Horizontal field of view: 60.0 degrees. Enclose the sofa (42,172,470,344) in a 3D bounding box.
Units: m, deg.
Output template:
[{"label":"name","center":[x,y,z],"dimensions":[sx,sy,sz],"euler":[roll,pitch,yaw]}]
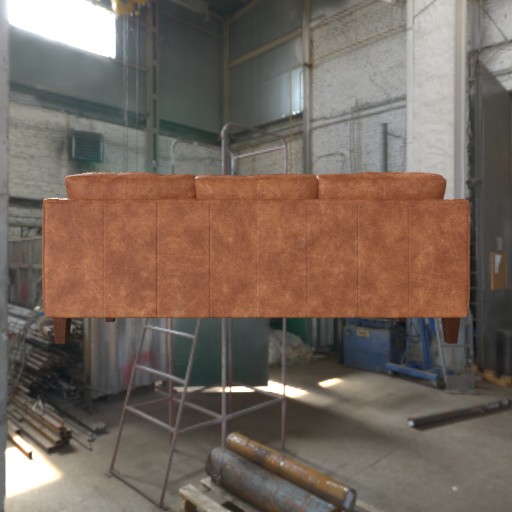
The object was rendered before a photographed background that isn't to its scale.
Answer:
[{"label":"sofa","center":[0.000,0.000,3.026],"dimensions":[2.464,1.006,1.045],"euler":[0,0,0]}]
